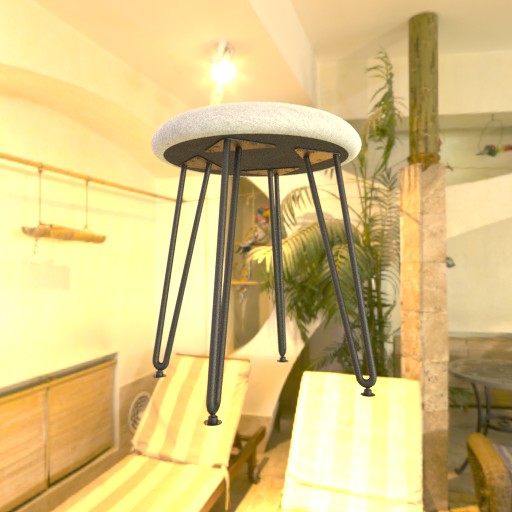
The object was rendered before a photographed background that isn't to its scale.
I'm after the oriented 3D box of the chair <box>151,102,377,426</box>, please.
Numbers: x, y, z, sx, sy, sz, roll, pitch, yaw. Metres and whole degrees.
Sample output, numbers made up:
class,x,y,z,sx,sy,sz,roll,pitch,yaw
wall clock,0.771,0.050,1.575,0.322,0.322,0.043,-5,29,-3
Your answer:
class,x,y,z,sx,sy,sz,roll,pitch,yaw
chair,0.000,0.000,0.666,0.350,0.386,0.350,0,-1,18
